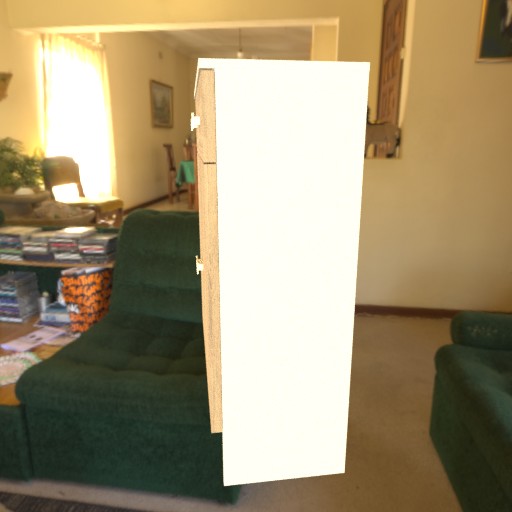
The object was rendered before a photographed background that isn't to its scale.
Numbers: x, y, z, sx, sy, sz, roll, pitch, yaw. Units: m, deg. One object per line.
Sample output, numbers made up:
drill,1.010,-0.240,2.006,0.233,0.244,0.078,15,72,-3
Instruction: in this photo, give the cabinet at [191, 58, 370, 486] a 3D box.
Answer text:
cabinet,0.000,0.000,1.109,0.296,0.815,0.600,-2,15,-8
